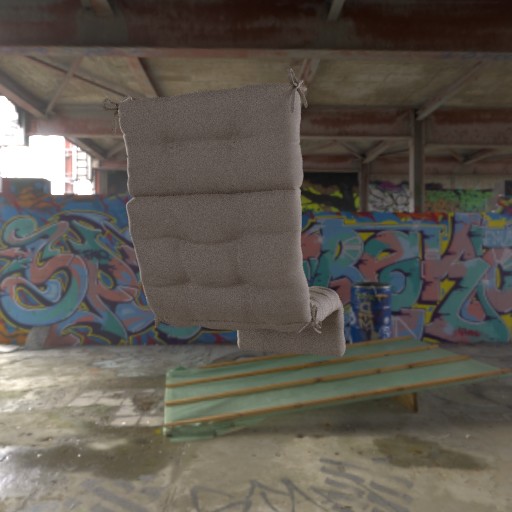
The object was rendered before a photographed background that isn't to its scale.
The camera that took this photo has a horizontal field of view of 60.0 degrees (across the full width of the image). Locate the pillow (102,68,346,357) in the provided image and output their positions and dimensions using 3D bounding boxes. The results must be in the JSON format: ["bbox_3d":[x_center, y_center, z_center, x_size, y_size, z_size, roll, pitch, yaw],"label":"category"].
[{"bbox_3d":[0.000,0.000,1.528,0.526,0.863,1.016,0,0,18],"label":"pillow"}]
